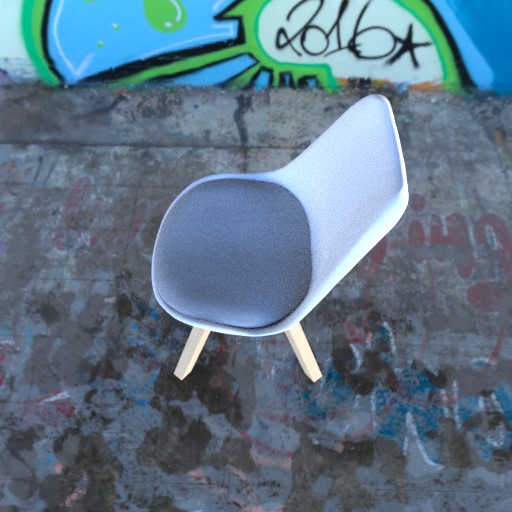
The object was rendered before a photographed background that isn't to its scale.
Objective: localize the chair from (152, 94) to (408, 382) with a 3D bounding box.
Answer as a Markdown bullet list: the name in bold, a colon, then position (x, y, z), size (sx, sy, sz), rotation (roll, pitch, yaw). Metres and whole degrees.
- **chair**: position (0.000, 0.000, 1.185), size (0.550, 0.850, 0.485), rotation (1, 60, 0)
